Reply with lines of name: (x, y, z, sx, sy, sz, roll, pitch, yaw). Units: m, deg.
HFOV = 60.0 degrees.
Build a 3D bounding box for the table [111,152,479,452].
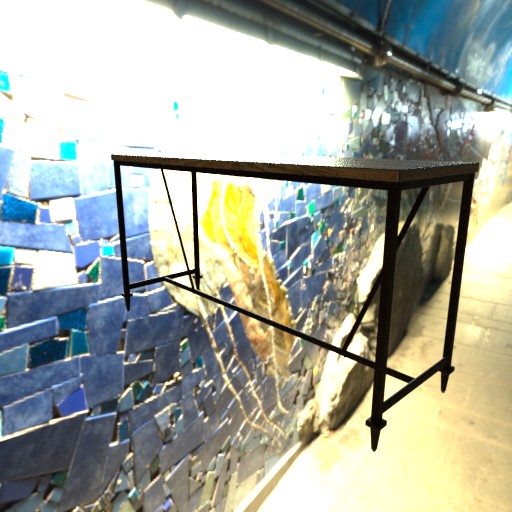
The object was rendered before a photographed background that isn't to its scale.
table: (0.000, 0.000, 2.073, 0.551, 0.902, 1.700, -14, 20, -42)
